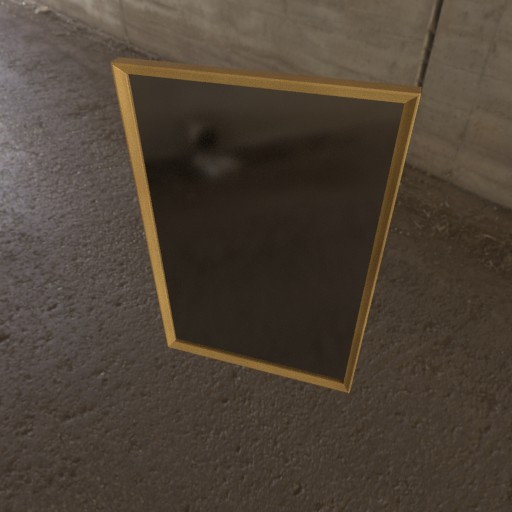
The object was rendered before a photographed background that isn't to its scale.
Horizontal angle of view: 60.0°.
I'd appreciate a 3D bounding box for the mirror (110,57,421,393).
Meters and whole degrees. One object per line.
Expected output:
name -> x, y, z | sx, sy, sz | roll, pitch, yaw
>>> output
mirror -> 0.000, 0.000, 1.144 | 0.609, 0.915, 0.041 | 11, 41, 13
